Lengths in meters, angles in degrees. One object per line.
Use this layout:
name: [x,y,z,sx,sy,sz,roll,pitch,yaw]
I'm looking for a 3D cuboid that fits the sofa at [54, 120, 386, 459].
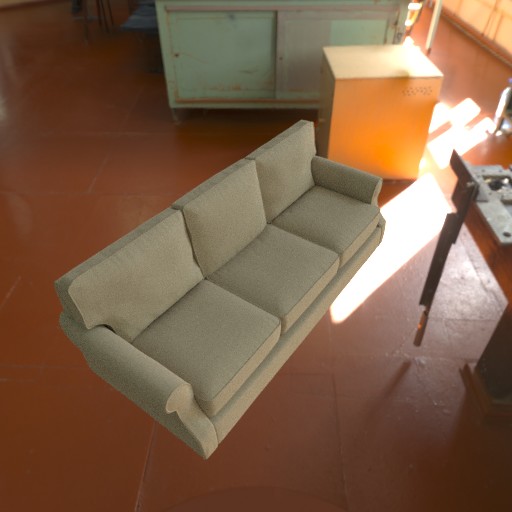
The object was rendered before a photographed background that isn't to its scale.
sofa: [0.000,0.000,2.874,0.966,0.948,2.354,25,47,26]
